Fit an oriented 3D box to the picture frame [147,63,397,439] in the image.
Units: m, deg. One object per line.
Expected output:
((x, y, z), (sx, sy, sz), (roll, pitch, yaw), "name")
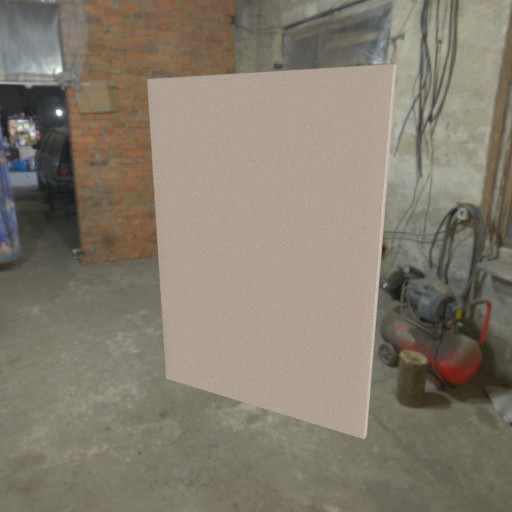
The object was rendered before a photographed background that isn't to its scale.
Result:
((0.000, 0.000, 0.693), (0.381, 0.534, 0.012), (8, 18, 26), "picture frame")
